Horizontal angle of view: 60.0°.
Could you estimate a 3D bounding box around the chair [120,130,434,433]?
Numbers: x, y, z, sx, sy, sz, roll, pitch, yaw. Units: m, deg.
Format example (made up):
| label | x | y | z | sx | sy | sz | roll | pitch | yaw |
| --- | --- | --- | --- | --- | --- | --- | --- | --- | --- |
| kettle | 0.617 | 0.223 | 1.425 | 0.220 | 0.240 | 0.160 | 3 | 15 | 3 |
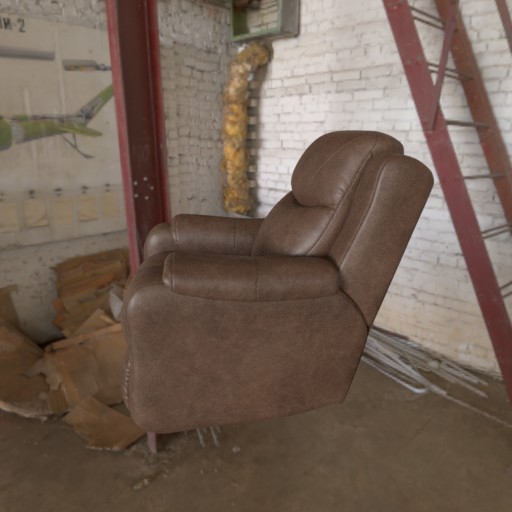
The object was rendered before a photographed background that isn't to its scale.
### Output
| label | x | y | z | sx | sy | sz | roll | pitch | yaw |
| --- | --- | --- | --- | --- | --- | --- | --- | --- | --- |
| chair | 0.000 | 0.000 | 1.814 | 1.067 | 0.990 | 0.940 | -2 | 16 | -8 |
